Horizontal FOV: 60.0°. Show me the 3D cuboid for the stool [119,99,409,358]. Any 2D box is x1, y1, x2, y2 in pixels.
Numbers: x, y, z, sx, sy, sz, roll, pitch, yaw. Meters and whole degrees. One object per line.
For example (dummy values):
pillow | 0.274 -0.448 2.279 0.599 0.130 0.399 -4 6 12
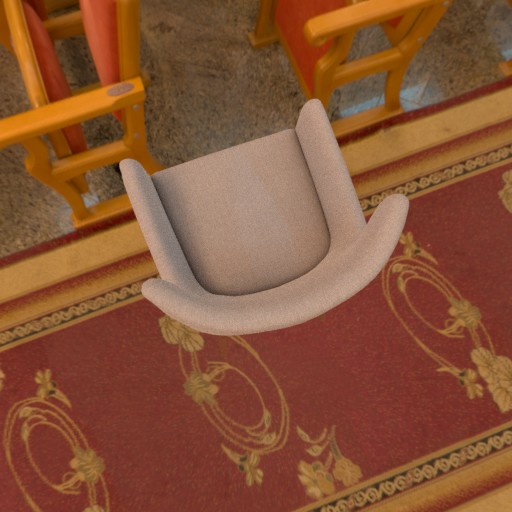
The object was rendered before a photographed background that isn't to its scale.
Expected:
stool | 0.000 0.000 1.402 0.575 1.047 0.575 -19 75 -5
